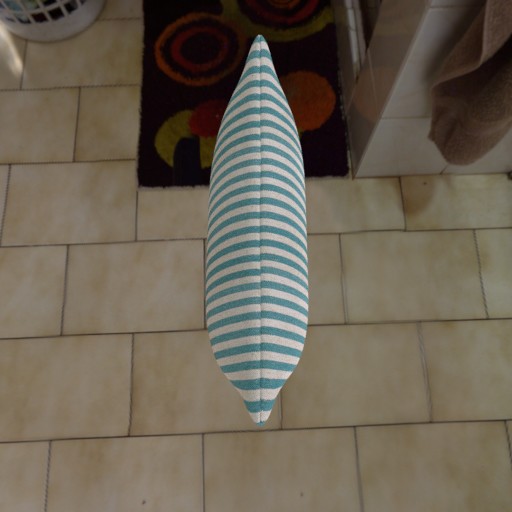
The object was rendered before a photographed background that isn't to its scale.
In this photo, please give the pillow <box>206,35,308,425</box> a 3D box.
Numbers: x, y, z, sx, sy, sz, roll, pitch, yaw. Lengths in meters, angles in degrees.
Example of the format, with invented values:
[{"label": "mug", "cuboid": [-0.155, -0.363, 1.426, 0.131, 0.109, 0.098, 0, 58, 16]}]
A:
[{"label": "pillow", "cuboid": [0.000, 0.000, 0.798, 0.166, 0.510, 0.523, 0, 75, 0]}]
